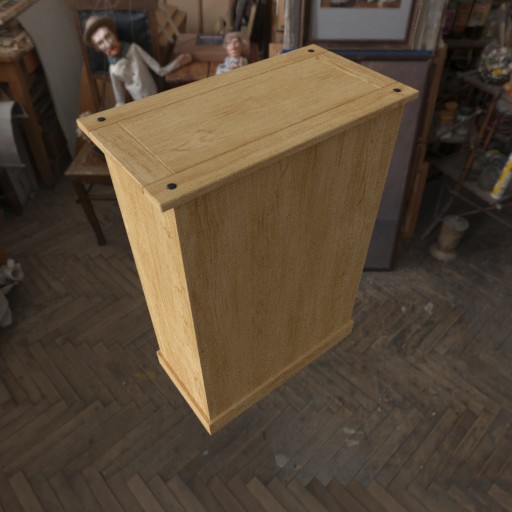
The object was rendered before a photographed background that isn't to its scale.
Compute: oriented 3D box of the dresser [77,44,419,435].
[{"bbox_3d":[0.000,0.000,1.781,0.915,1.300,0.485,-29,52,-25],"label":"dresser"}]
